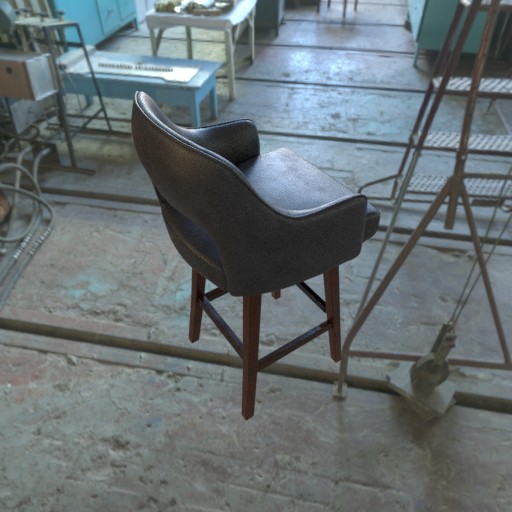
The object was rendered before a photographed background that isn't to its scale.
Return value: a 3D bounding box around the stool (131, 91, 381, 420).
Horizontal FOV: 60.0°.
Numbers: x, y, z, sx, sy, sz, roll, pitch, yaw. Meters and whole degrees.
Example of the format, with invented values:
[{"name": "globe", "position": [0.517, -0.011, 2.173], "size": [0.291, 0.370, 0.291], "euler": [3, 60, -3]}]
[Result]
[{"name": "stool", "position": [0.000, 0.000, 1.387], "size": [0.560, 1.041, 0.550], "euler": [-25, 48, -25]}]
